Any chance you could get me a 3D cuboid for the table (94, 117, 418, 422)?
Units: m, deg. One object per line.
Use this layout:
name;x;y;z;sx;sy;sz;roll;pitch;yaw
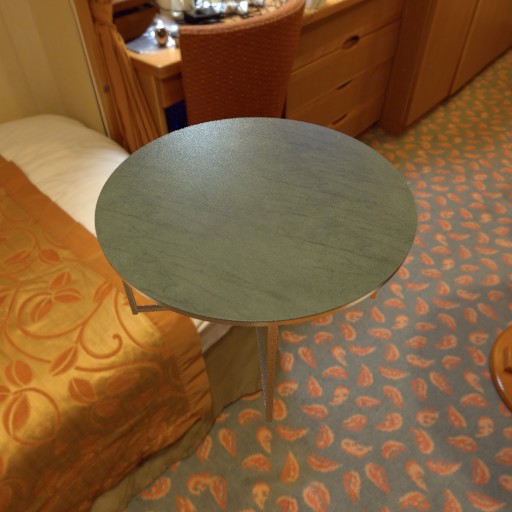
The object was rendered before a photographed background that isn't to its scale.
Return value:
table;0.000;0.000;1.293;0.800;0.450;0.800;0;45;0
